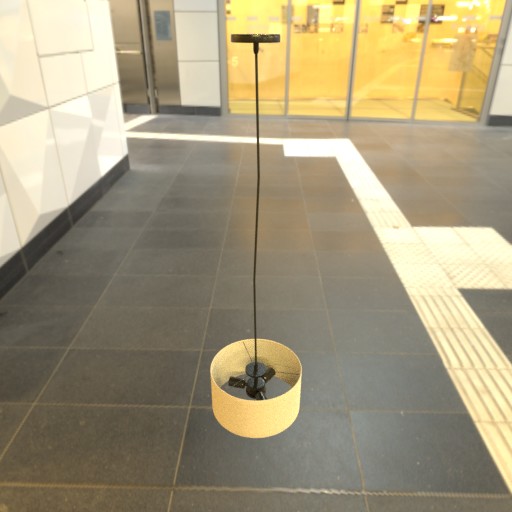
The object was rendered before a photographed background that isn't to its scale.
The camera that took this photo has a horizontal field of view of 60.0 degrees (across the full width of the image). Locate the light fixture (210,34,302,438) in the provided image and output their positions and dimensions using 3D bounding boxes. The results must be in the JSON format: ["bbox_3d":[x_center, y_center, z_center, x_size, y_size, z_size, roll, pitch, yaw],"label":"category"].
[{"bbox_3d":[0.000,0.000,1.693,0.399,1.516,0.399,0,27,0],"label":"light fixture"}]
